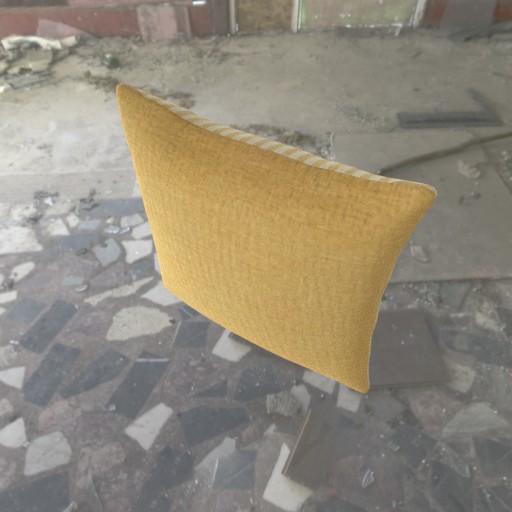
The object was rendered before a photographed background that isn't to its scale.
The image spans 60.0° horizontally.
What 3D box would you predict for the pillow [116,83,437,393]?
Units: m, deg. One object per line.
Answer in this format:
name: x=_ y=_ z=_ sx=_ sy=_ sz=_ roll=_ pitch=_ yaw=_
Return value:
pillow: x=0.000 y=0.000 z=0.636 sx=0.419 sy=0.407 sz=0.173 roll=25 pitch=52 yaw=21
